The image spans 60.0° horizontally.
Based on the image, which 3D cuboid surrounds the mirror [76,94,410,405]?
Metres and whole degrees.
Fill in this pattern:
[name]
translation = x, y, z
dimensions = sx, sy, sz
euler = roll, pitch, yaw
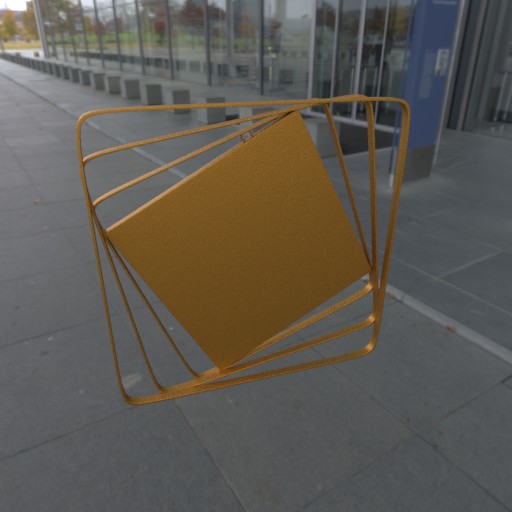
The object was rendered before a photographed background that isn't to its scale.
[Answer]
[mirror]
translation = 0.000, 0.000, 0.696
dimensions = 0.470, 0.468, 0.045
euler = -8, 27, -16
